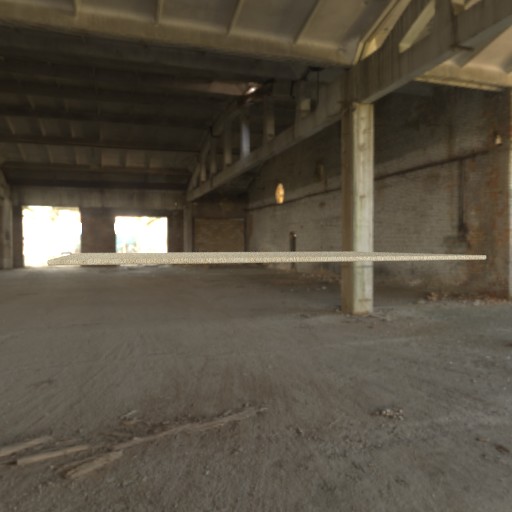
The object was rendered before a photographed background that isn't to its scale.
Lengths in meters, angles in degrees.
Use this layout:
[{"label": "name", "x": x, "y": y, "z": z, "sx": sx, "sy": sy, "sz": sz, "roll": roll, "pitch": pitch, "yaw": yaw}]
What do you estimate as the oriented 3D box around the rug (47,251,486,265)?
[{"label": "rug", "x": 0.000, "y": 0.000, "z": 2.940, "sx": 2.346, "sy": 0.025, "sz": 1.500, "roll": 0, "pitch": 2, "yaw": -18}]
